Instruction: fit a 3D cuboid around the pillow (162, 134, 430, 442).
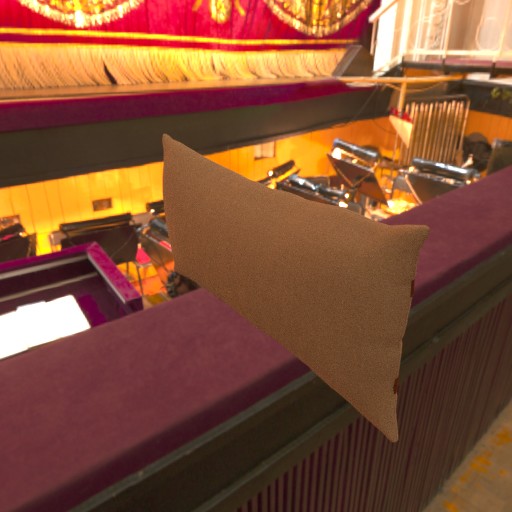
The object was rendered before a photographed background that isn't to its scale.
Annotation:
[{"bbox_3d":[0.000,0.000,0.733,0.148,0.308,0.612,-18,31,-33],"label":"pillow"}]
